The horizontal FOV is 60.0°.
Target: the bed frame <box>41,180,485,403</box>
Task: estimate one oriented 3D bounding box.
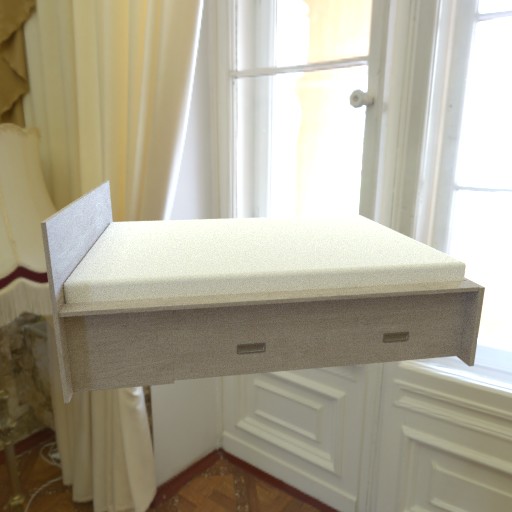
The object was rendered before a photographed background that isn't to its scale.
[{"bbox_3d":[0.000,0.000,2.747,1.960,0.800,1.622,-3,16,-9],"label":"bed frame"}]
